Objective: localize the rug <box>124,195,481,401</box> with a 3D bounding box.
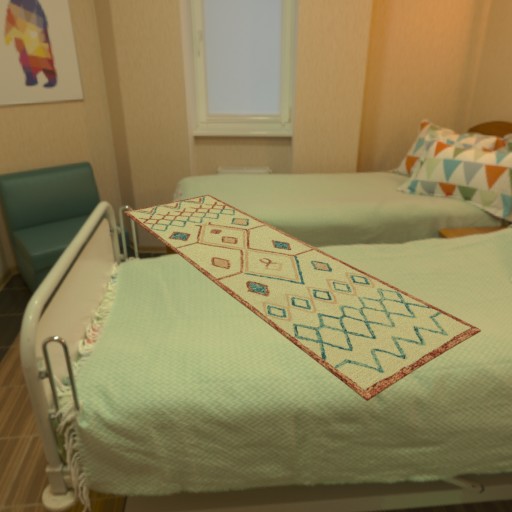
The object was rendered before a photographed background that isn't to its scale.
[{"bbox_3d":[0.000,0.000,2.684,0.750,0.011,2.435,-17,30,-32],"label":"rug"}]
